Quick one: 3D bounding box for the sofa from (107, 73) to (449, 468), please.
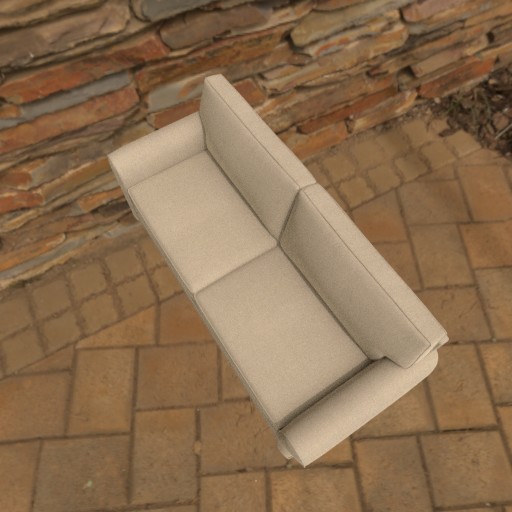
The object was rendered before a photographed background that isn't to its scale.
[{"bbox_3d":[0.000,0.000,2.618,0.901,0.962,2.146,-30,67,-14],"label":"sofa"}]
